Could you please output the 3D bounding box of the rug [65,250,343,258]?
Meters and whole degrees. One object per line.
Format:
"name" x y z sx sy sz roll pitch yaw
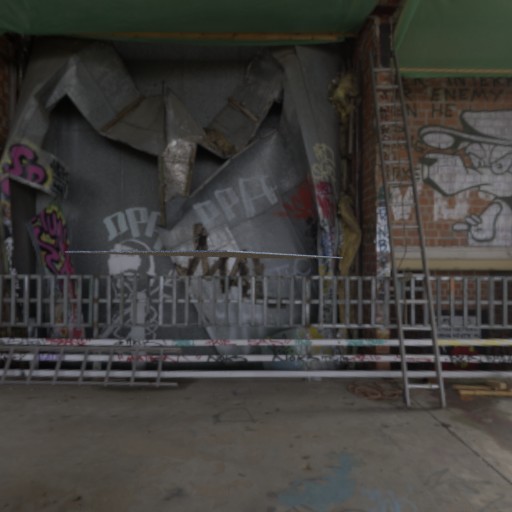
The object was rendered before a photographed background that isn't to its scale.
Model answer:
"rug" 0.000 0.000 2.740 0.688 0.008 2.443 0 -1 20
